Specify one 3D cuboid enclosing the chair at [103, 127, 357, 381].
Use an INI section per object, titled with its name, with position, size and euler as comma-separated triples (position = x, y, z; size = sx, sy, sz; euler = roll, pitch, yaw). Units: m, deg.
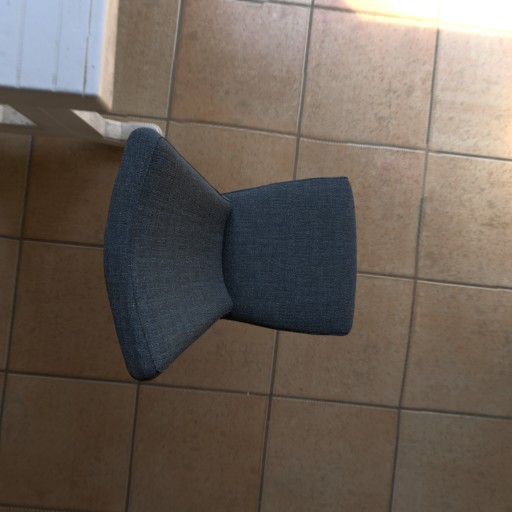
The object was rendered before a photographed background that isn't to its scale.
[chair]
position = 0.000, 0.000, 1.381
size = 0.660, 0.991, 0.520
euler = 0, 89, -2
